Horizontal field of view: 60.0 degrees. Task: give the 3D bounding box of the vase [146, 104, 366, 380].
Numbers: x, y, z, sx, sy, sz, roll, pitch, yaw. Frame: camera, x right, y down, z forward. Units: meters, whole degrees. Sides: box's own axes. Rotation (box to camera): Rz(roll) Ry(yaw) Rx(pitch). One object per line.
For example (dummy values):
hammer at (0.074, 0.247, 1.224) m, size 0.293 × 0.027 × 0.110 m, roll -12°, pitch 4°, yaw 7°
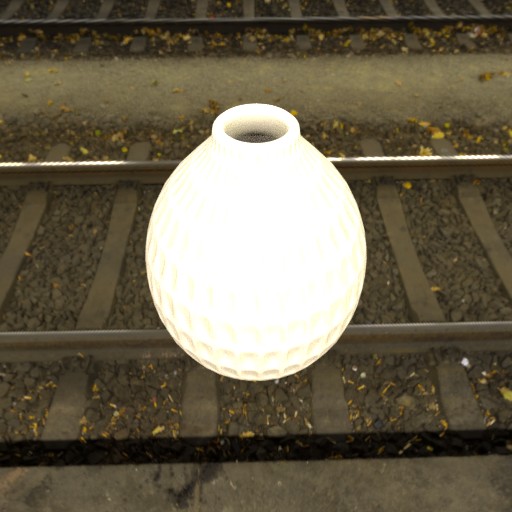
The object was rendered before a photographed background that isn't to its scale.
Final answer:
vase at (0.000, 0.000, 0.333) m, size 0.162 × 0.223 × 0.162 m, roll 0°, pitch 47°, yaw 0°
